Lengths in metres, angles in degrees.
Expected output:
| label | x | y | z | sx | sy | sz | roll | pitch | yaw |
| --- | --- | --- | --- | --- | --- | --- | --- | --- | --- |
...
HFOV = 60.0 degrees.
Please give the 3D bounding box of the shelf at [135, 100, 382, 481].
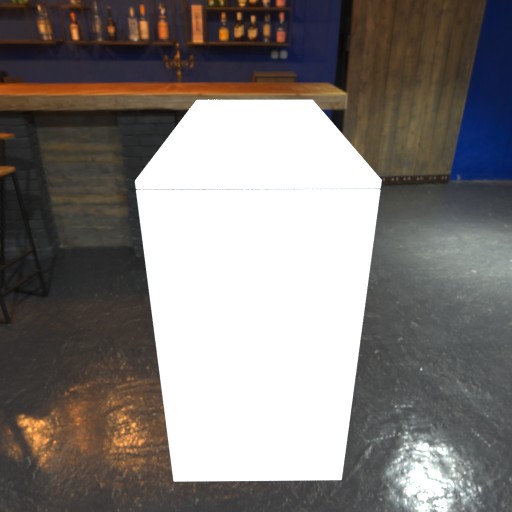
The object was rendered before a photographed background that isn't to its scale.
| label | x | y | z | sx | sy | sz | roll | pitch | yaw |
| --- | --- | --- | --- | --- | --- | --- | --- | --- | --- |
| shelf | 0.000 | 0.000 | 1.274 | 0.396 | 0.732 | 0.895 | 0 | 27 | 0 |
